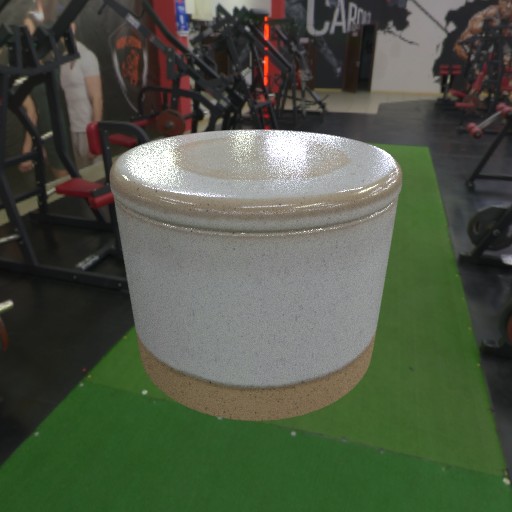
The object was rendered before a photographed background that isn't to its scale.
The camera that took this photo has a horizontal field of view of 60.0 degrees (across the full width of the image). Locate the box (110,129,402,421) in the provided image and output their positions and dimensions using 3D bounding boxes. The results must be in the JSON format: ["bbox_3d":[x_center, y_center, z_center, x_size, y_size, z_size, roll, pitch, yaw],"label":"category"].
[{"bbox_3d":[0.000,0.000,0.267,0.154,0.123,0.154,0,26,0],"label":"box"}]
